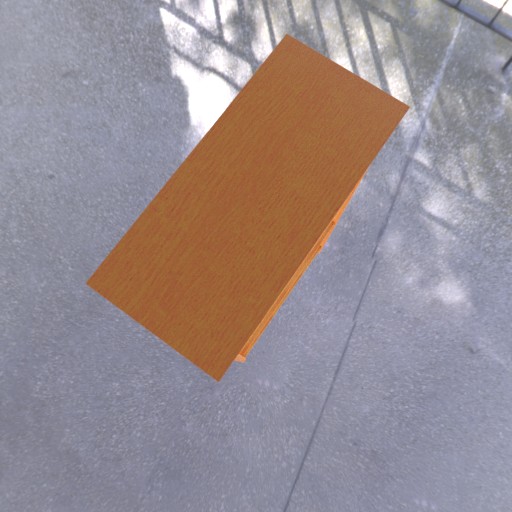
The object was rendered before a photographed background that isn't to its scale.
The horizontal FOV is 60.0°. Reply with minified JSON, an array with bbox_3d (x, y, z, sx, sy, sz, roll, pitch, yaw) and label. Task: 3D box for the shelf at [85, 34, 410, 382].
[{"bbox_3d":[0.000,0.000,1.377,0.305,1.067,0.660,34,79,8],"label":"shelf"}]
